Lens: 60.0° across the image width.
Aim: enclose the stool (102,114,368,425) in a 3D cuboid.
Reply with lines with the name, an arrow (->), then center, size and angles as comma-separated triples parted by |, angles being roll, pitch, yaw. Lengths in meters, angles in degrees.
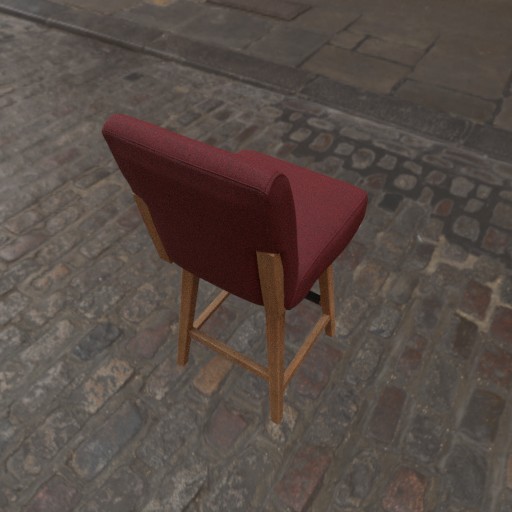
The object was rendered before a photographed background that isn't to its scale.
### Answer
stool -> 0.000, 0.000, 1.339 | 0.468, 1.038, 0.562 | 24, 50, 22
